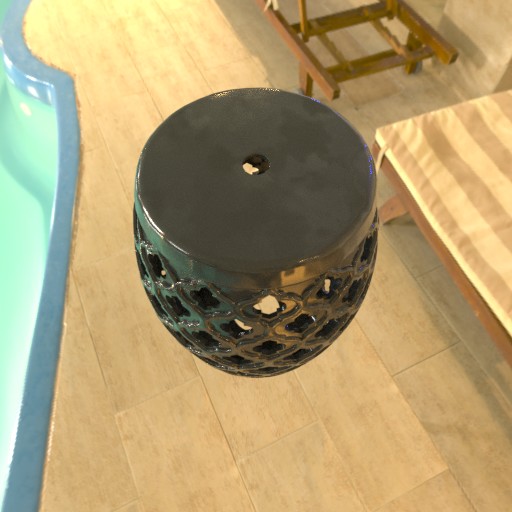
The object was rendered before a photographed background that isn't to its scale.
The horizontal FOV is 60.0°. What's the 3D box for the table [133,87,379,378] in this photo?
[{"bbox_3d":[0.000,0.000,0.643,0.325,0.388,0.325,0,59,0],"label":"table"}]
